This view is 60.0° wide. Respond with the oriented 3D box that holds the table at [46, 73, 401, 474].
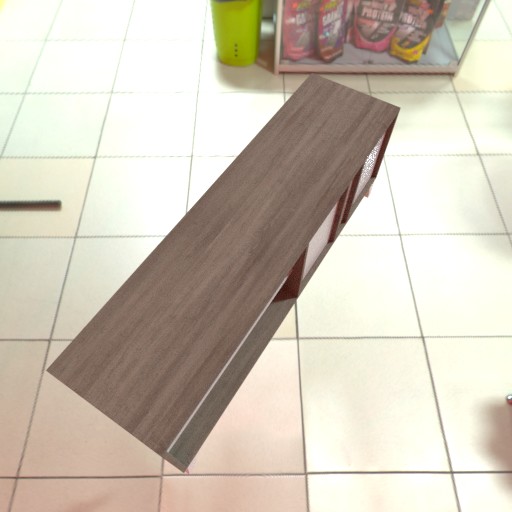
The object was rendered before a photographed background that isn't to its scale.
[{"bbox_3d":[0.000,0.000,1.705,0.400,0.530,1.500,29,63,16],"label":"table"}]
